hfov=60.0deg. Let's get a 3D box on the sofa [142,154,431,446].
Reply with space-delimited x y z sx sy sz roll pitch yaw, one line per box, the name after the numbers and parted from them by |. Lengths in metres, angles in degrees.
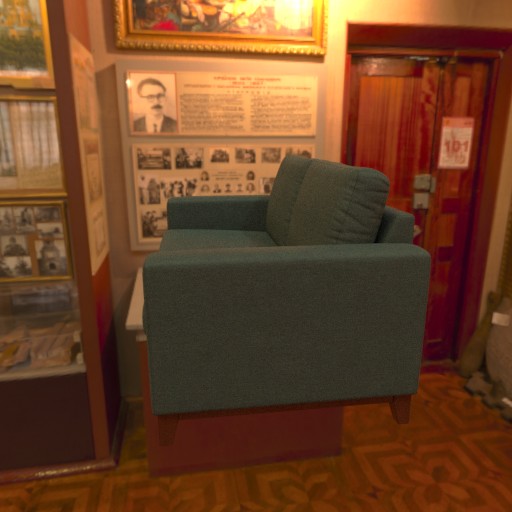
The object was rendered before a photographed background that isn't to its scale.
0.000 0.000 2.114 0.955 0.903 1.489 -2 15 -8 | sofa
